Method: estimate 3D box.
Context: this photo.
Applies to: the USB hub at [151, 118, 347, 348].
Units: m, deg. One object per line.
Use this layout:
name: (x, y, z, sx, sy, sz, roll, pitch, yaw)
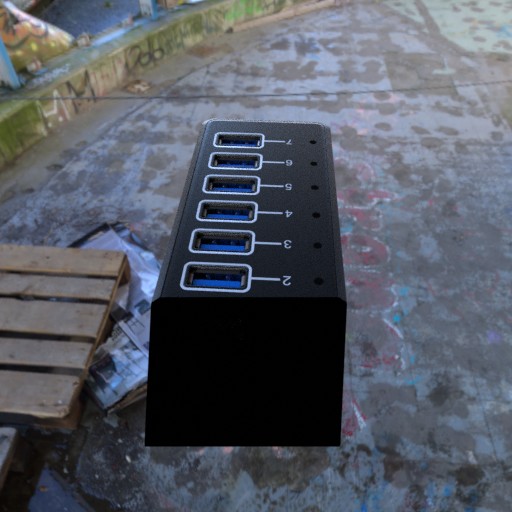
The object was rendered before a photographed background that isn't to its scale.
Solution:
USB hub: (0.000, 0.000, 0.124, 0.044, 0.023, 0.110, 3, 47, 3)
